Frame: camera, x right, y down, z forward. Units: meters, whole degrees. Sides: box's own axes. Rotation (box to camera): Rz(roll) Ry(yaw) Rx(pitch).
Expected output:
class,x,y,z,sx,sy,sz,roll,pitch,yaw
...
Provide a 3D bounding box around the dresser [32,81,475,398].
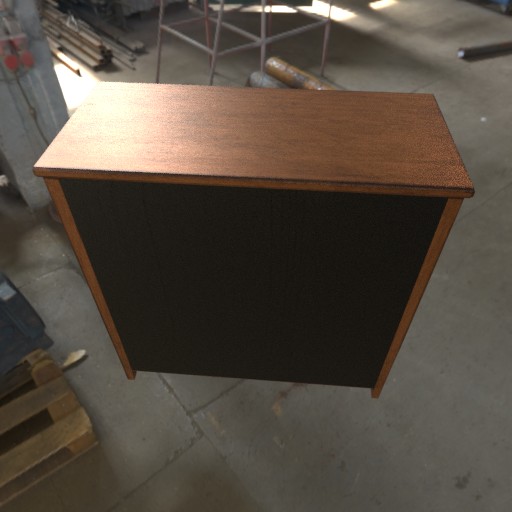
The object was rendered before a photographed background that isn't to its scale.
class,x,y,z,sx,sy,sz,roll,pitch,yaw
dresser,0.000,0.000,1.882,1.250,1.224,0.591,3,46,3
